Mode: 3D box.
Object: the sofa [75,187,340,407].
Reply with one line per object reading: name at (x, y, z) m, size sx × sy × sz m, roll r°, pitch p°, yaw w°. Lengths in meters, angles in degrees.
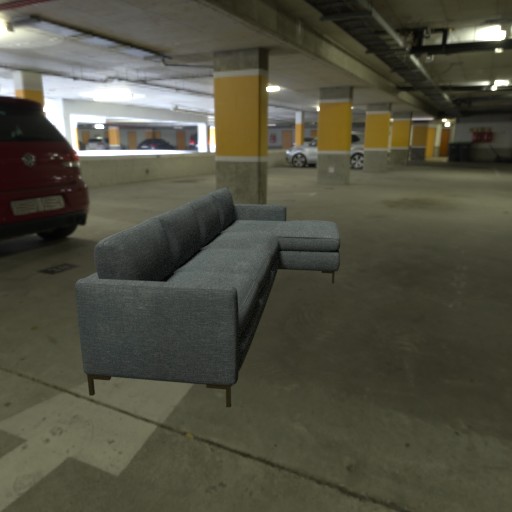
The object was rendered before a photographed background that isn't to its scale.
sofa at (0.000, 0.000, 3.453) m, size 1.350 × 0.810 × 2.932 m, roll 2°, pitch 14°, yaw 8°
